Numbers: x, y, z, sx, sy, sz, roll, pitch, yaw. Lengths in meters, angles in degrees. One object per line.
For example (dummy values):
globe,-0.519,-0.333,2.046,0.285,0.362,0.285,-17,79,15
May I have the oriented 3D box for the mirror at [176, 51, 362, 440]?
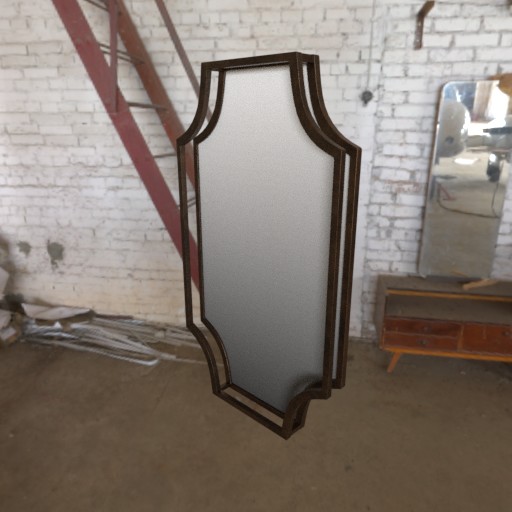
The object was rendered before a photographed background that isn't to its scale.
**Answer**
mirror,0.000,0.000,0.993,0.462,0.811,0.066,16,24,41
